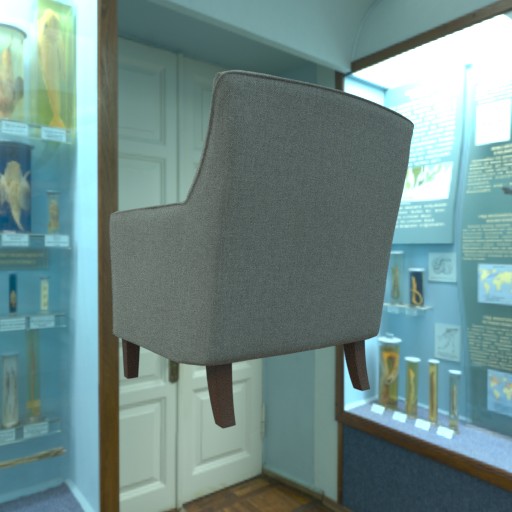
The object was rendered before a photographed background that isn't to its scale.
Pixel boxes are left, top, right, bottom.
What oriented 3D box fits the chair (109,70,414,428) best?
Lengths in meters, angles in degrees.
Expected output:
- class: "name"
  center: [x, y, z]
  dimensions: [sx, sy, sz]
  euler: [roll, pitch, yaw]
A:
- class: "chair"
  center: [0.000, 0.000, 1.786]
  dimensions: [0.887, 1.047, 0.993]
  euler: [0, 1, -35]
